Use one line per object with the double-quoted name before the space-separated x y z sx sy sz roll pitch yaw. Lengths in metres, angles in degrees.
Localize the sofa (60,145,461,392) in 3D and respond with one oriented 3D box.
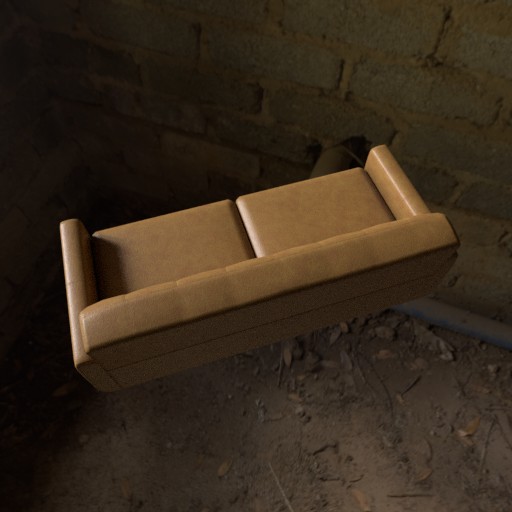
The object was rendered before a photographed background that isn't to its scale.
"sofa" 0.000 0.000 2.671 2.137 0.892 0.980 -15 59 -9
